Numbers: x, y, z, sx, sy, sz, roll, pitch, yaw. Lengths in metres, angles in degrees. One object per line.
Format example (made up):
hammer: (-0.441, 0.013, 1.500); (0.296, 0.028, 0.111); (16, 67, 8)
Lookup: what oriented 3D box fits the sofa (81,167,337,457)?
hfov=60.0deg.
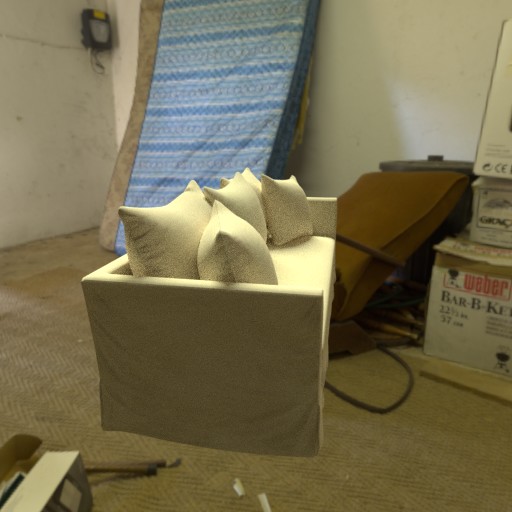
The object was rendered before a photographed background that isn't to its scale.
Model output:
sofa: (0.000, 0.000, 2.923); (1.030, 1.042, 2.484); (3, 16, 11)
